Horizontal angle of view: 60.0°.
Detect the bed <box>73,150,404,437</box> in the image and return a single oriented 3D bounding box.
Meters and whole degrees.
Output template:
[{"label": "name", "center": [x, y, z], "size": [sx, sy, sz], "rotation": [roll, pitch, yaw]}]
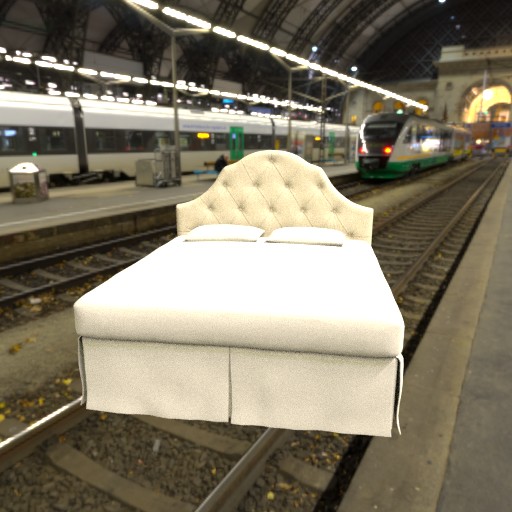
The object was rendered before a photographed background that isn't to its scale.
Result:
[{"label": "bed", "center": [0.000, 0.000, 3.412], "size": [2.012, 1.555, 2.086], "rotation": [2, 14, 8]}]
